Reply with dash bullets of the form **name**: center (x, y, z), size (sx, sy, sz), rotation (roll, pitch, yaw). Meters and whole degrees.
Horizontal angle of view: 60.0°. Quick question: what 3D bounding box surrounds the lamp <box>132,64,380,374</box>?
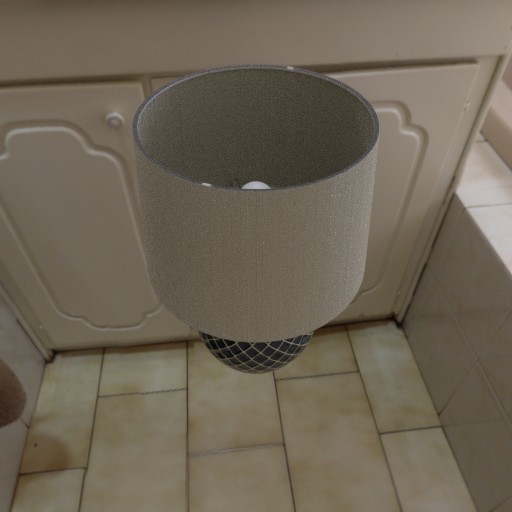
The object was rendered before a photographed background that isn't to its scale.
- **lamp**: center (0.000, 0.000, 0.785), size (0.376, 0.540, 0.376), rotation (0, 46, 0)
